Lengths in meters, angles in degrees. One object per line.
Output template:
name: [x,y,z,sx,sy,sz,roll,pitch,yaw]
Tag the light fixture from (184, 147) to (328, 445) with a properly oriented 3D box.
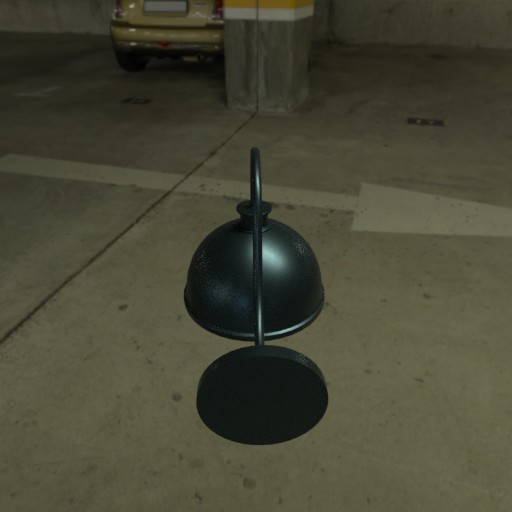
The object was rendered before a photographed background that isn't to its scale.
light fixture: [0.000,0.000,0.636,0.253,0.295,0.467,-1,32,-1]
